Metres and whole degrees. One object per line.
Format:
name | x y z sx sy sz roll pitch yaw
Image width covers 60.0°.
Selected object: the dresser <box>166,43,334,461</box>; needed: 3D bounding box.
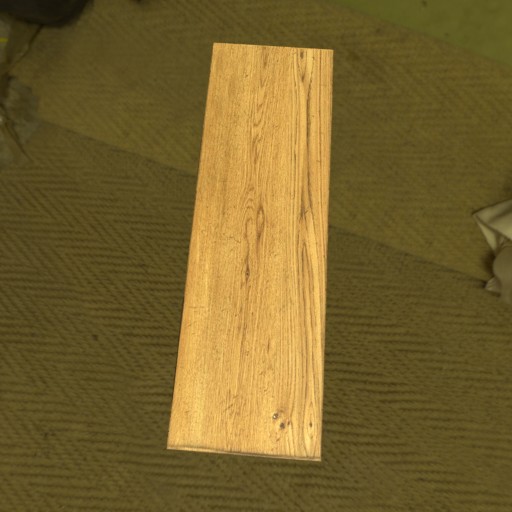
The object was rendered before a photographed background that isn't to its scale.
dresser | 0.000 0.000 2.168 0.563 0.932 1.657 4 75 1
